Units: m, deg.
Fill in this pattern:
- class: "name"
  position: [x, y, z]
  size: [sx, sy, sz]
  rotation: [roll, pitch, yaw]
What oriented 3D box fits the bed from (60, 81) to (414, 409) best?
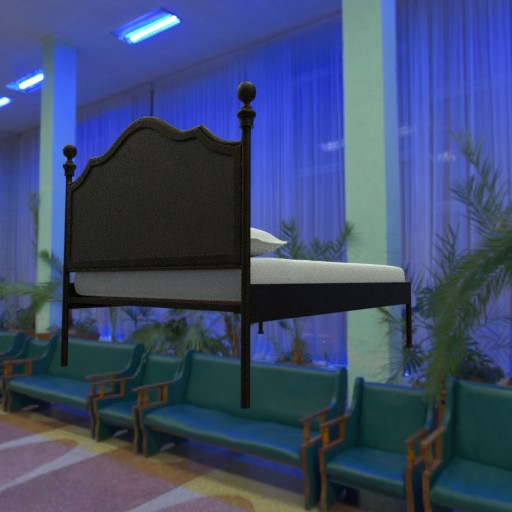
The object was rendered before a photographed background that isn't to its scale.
- class: "bed"
  position: [0.000, 0.000, 3.344]
  size: [1.642, 1.499, 2.224]
  rotation: [-2, -4, 38]
